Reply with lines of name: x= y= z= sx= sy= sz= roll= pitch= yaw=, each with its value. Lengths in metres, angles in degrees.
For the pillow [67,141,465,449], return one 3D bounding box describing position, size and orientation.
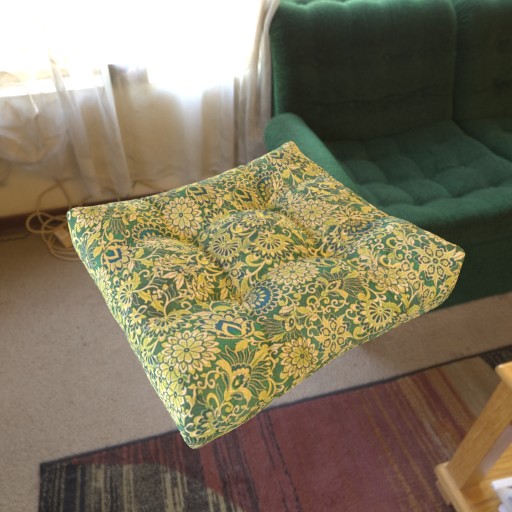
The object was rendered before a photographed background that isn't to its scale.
pillow: x=0.000 y=0.000 z=0.739 sx=0.490 sy=0.128 sz=0.468 roll=-23 pitch=46 yaw=-25
